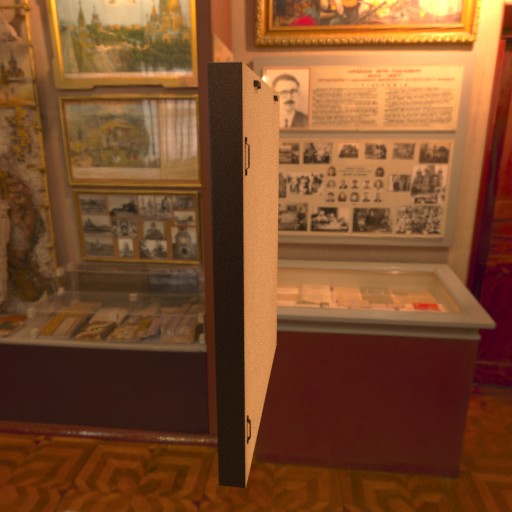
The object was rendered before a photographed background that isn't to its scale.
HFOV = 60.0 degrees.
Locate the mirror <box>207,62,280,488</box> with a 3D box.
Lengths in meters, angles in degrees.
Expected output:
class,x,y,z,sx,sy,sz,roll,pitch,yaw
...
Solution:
class,x,y,z,sx,sy,sz,roll,pitch,yaw
mirror,0.000,0.000,0.698,0.041,0.509,0.406,2,16,8
